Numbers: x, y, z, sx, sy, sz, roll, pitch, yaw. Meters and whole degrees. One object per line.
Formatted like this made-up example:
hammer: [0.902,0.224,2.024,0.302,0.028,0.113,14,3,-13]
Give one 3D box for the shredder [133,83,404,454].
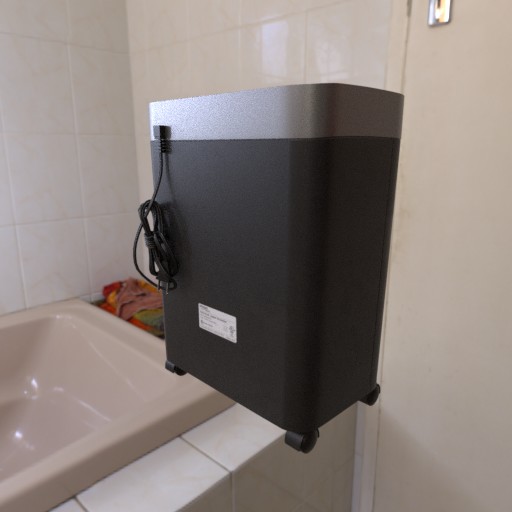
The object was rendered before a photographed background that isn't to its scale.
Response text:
shredder: [0.000,0.000,0.612,0.237,0.419,0.311,-13,19,-43]
